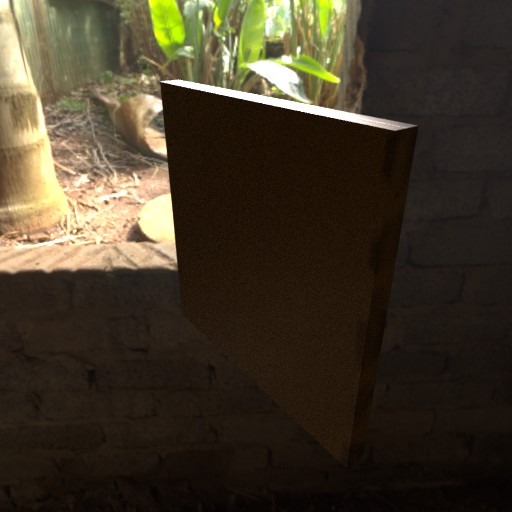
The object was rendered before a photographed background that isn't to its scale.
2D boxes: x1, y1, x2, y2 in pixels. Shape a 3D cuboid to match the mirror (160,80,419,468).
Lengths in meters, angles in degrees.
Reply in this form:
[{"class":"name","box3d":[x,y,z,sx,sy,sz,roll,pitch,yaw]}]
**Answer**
[{"class":"mirror","box3d":[0.000,0.000,0.746,0.042,0.507,0.509,-20,34,-33]}]
